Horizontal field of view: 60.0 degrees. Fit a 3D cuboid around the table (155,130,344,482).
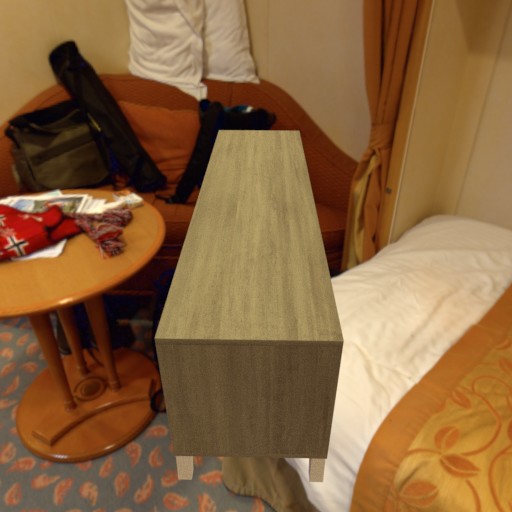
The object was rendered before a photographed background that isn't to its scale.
[{"bbox_3d":[0.000,0.000,1.710,0.400,0.530,1.500,1,32,1],"label":"table"}]
